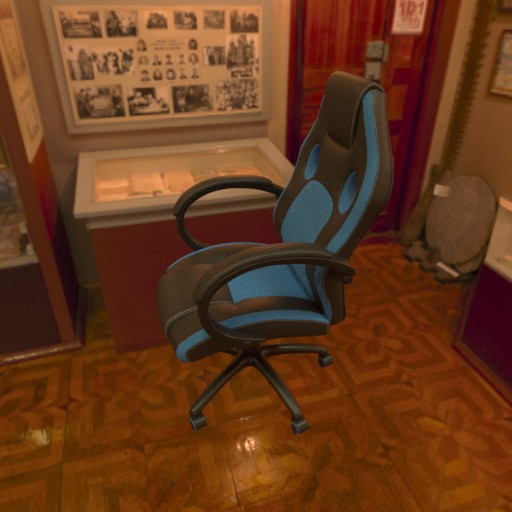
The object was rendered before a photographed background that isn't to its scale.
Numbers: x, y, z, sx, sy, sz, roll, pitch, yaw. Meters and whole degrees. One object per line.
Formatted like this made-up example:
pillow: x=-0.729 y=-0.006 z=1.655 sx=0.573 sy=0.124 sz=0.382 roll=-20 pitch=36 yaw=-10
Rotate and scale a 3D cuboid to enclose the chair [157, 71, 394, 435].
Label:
chair: x=0.000 y=0.000 z=1.586 sx=0.724 sy=1.187 sz=0.673 roll=-7 pitch=31 yaw=-13
